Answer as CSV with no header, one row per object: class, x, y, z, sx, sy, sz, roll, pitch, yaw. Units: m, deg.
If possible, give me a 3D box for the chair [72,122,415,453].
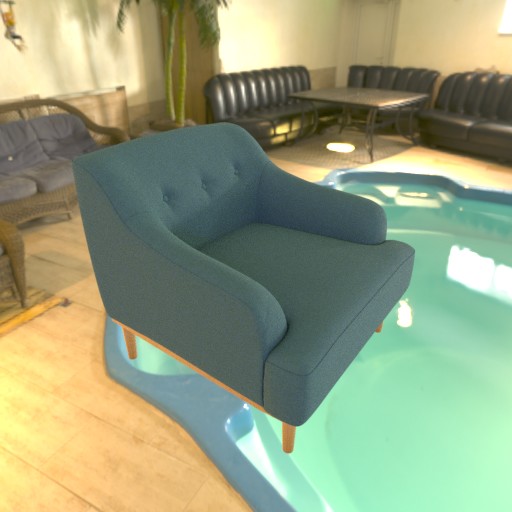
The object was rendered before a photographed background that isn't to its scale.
chair,0.000,0.000,1.671,0.951,0.818,0.946,18,32,31
